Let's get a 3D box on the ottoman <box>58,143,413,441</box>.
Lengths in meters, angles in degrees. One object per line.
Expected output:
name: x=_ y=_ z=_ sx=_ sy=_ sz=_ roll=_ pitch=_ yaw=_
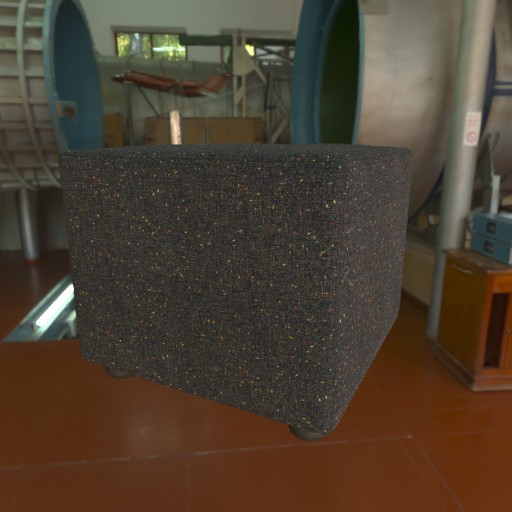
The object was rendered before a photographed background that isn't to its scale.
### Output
ottoman: x=0.000 y=0.000 z=0.880 sx=0.508 sy=0.432 sz=0.508 roll=8 pitch=17 yaw=27
